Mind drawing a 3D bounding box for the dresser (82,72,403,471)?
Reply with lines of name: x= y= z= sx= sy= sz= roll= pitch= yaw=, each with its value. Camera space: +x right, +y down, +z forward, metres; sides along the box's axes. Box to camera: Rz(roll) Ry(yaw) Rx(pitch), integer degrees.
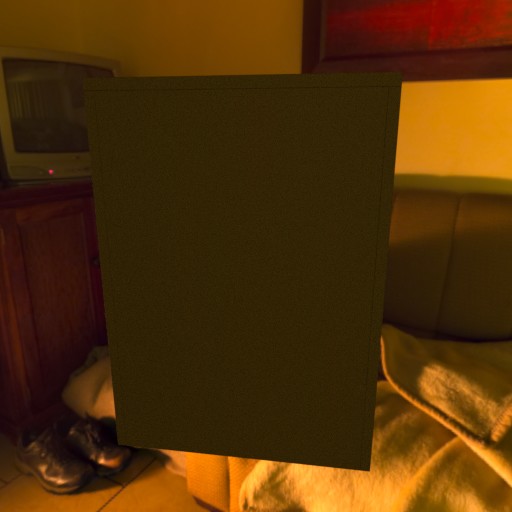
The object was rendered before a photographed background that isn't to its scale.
dresser: x=0.000 y=0.000 z=0.790 sx=0.400 sy=0.560 sz=0.360 roll=2 pitch=16 yaw=8
